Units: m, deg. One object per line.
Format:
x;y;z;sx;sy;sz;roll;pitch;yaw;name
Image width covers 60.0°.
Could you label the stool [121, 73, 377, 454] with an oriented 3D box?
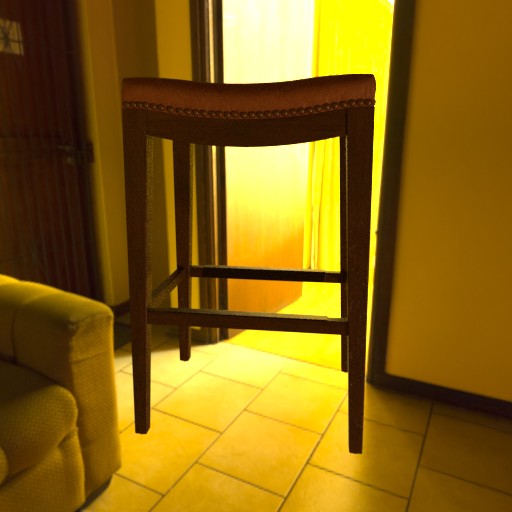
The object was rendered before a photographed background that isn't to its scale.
0.000;0.000;1.037;0.500;0.759;0.361;2;15;7;stool
